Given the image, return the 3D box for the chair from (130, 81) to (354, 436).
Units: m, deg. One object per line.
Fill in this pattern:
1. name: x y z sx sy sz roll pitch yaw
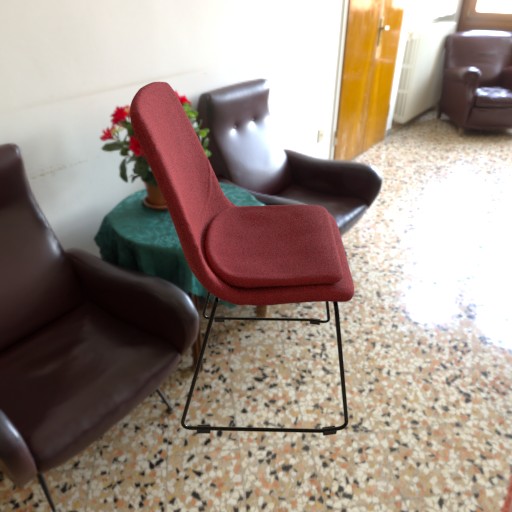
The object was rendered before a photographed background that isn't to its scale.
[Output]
1. chair: 0.000 0.000 1.188 0.518 0.858 0.479 1 33 1
